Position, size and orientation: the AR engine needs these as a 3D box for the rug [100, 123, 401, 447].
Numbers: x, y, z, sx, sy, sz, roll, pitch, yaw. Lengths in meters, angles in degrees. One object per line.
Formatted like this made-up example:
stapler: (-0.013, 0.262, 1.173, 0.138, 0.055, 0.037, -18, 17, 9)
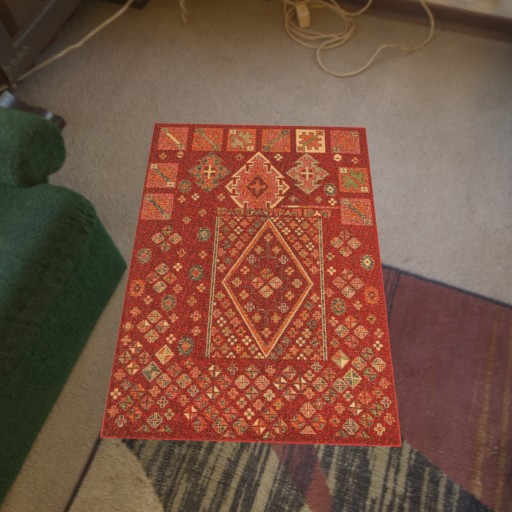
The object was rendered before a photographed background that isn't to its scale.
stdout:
rug: (0.000, 0.000, 4.256, 2.389, 0.011, 3.306, 1, 63, 1)
